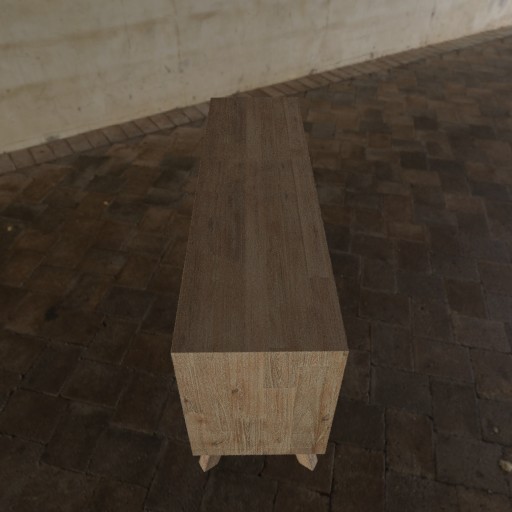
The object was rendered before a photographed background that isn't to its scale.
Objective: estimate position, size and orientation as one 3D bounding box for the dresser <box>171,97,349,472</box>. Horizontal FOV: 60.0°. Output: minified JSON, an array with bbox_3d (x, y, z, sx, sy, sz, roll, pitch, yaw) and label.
[{"bbox_3d":[0.000,0.000,1.987,0.455,0.788,1.602,0,42,-1],"label":"dresser"}]
